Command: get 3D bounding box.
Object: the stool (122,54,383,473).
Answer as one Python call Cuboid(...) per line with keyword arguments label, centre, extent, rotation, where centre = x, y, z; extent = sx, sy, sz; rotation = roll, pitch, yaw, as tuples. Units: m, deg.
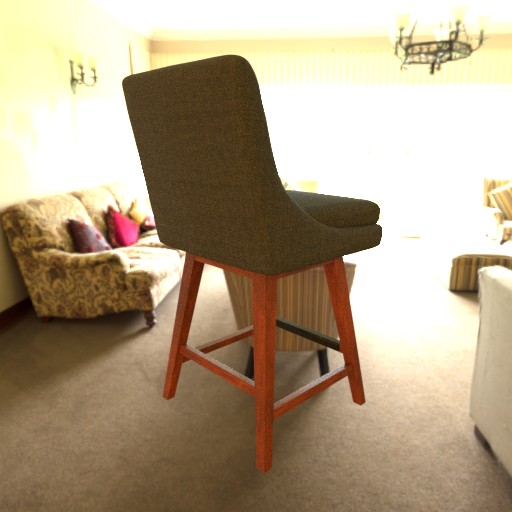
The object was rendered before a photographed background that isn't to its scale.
Cuboid(label="stool", centre=(0.000, 0.000, 1.180), extent=(0.524, 0.895, 0.467), rotation=(-13, 20, -42))
